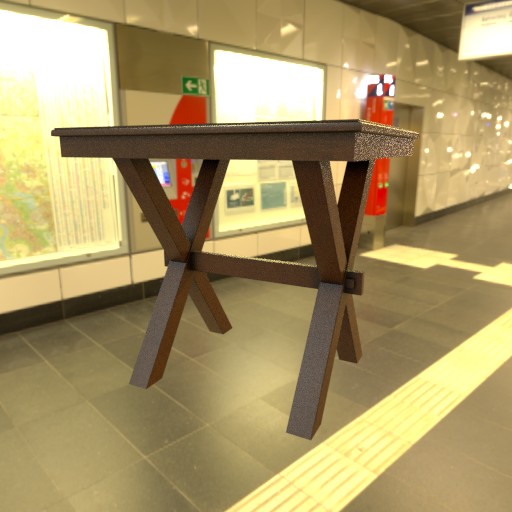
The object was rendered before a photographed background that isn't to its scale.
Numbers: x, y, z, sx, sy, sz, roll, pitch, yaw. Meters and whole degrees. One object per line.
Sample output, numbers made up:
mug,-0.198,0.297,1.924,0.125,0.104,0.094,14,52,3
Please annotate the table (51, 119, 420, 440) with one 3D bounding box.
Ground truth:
table,0.000,0.000,1.028,0.602,0.562,0.560,7,15,26
